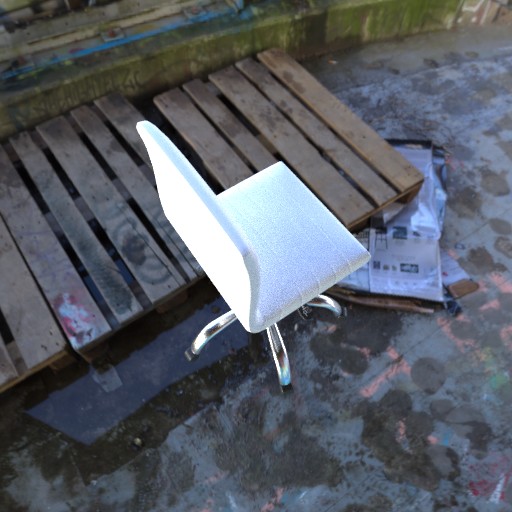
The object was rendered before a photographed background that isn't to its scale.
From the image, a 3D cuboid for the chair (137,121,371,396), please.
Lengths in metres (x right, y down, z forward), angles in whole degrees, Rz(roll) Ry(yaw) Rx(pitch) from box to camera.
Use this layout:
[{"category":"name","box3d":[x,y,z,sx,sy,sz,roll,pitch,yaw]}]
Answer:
[{"category":"chair","box3d":[0.000,0.000,1.169,0.530,0.780,0.556,-30,63,-17]}]
